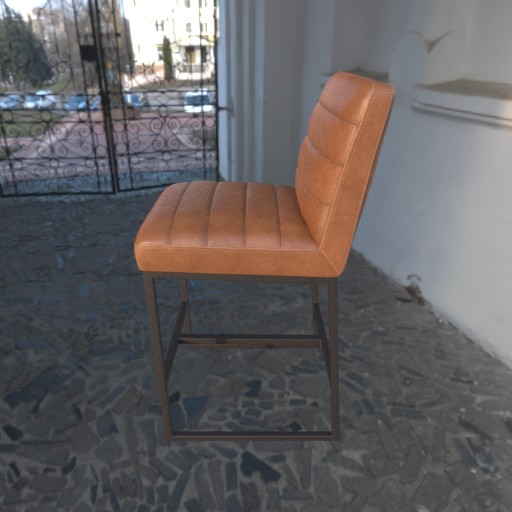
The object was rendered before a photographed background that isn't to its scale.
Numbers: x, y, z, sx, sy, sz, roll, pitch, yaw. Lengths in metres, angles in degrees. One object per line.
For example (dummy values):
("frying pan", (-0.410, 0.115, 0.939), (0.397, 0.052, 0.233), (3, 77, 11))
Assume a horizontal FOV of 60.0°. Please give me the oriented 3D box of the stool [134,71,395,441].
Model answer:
("stool", (0.000, 0.000, 1.237), (0.556, 0.940, 0.458), (0, 25, 0))
